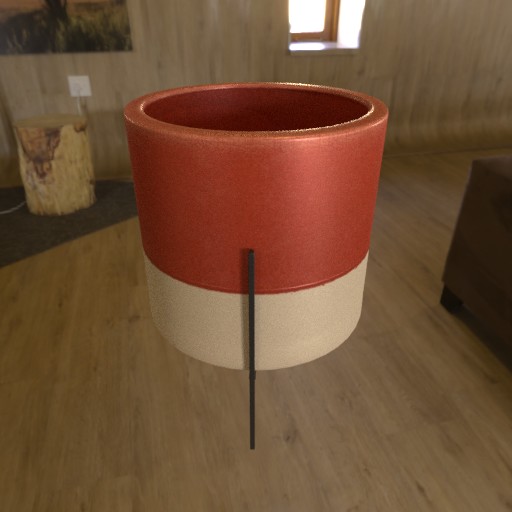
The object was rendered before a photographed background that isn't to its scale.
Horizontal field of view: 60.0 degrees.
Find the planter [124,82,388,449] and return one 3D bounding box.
[{"bbox_3d":[0.000,0.000,0.700,0.345,0.465,0.354,1,30,2],"label":"planter"}]
